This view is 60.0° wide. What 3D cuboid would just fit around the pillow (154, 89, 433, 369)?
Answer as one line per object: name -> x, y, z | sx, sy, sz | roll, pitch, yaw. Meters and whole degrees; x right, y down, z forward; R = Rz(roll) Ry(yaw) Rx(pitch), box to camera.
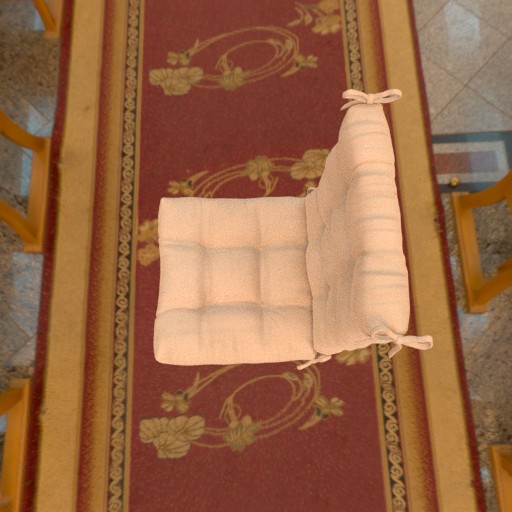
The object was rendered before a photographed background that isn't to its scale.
pillow -> 0.000, 0.000, 1.046 | 0.571, 0.605, 0.519 | -1, 75, 0
